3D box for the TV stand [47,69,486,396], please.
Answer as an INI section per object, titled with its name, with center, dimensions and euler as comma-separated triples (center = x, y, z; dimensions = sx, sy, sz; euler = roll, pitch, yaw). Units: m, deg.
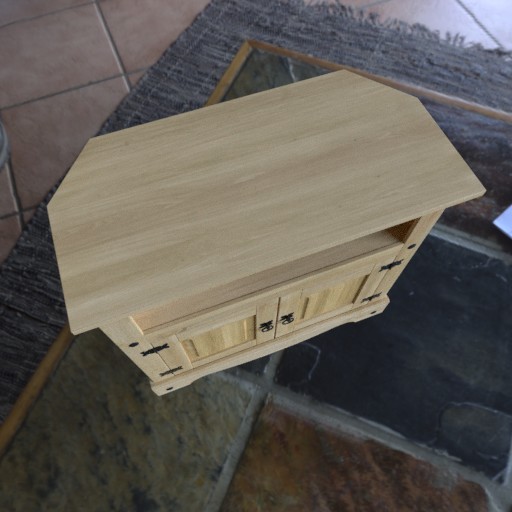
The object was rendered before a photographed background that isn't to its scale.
[TV stand]
center = 0.000, 0.000, 1.279
dimensions = 0.851, 0.781, 0.425
euler = -19, 64, -9
